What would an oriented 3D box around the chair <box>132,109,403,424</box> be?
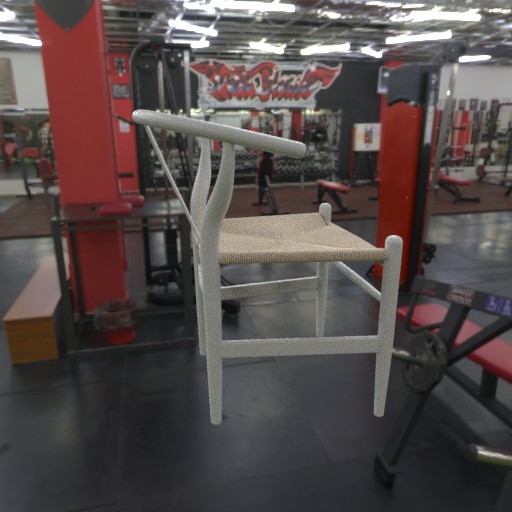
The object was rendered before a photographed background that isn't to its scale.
[{"bbox_3d":[0.000,0.000,1.172,0.579,0.730,0.569,-3,17,-11],"label":"chair"}]
